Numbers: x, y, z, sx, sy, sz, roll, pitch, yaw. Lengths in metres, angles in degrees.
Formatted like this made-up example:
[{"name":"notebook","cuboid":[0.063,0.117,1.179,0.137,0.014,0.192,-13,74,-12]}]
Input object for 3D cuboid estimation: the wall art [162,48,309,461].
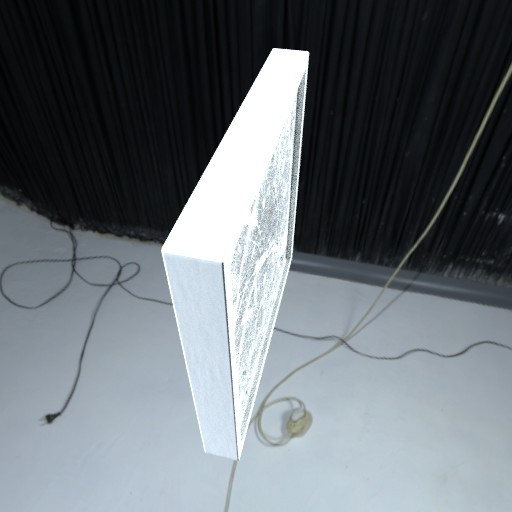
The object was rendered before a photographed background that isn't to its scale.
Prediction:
[{"name":"wall art","cuboid":[0.000,0.000,0.462,0.038,0.305,0.305,10,47,10]}]
